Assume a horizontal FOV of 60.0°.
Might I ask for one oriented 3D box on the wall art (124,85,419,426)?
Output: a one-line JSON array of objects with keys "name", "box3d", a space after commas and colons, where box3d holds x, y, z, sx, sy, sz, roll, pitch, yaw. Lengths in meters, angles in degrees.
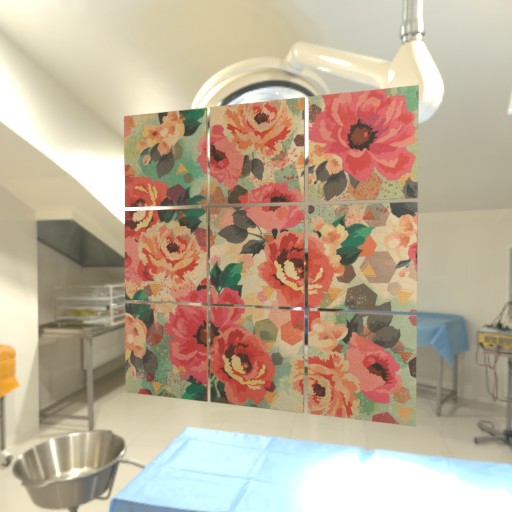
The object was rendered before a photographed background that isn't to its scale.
[{"name": "wall art", "box3d": [0.000, 0.000, 1.777, 1.216, 1.220, 0.013, 0, 1, 18]}]
